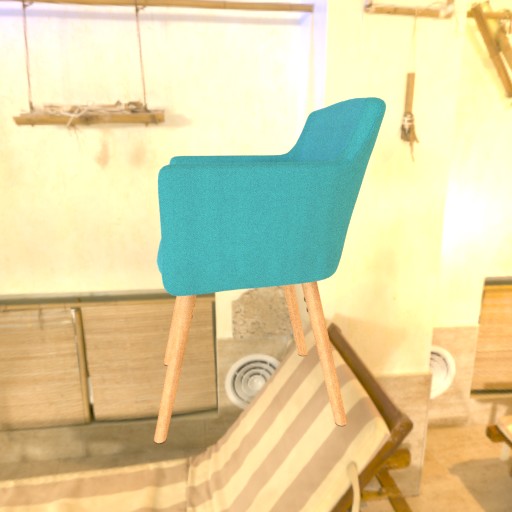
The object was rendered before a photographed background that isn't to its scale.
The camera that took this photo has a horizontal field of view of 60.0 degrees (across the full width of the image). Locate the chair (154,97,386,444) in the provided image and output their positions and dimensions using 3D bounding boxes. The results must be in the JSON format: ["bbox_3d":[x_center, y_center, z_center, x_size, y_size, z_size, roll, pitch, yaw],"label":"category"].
[{"bbox_3d":[0.000,0.000,1.161,0.540,0.780,0.570,-2,14,-8],"label":"chair"}]
